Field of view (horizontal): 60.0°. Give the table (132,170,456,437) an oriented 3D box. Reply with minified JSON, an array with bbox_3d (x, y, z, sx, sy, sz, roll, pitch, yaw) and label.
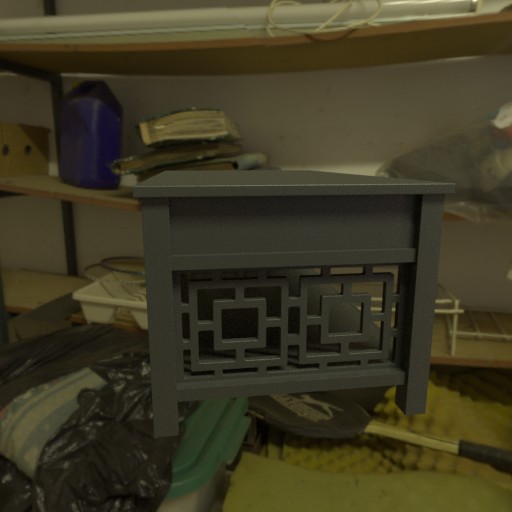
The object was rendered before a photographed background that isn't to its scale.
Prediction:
[{"bbox_3d":[0.000,0.000,1.369,0.612,0.493,1.068,-2,12,-8],"label":"table"}]
